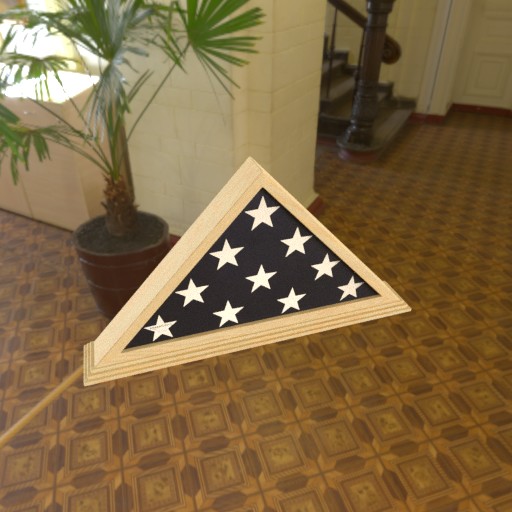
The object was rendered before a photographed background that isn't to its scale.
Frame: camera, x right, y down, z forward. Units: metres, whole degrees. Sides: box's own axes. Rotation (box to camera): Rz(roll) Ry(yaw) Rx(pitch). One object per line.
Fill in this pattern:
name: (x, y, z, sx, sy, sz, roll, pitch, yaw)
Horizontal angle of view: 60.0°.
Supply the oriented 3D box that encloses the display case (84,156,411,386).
display case: (0.000, 0.000, 0.775, 0.640, 0.340, 0.095, -10, 35, -15)
